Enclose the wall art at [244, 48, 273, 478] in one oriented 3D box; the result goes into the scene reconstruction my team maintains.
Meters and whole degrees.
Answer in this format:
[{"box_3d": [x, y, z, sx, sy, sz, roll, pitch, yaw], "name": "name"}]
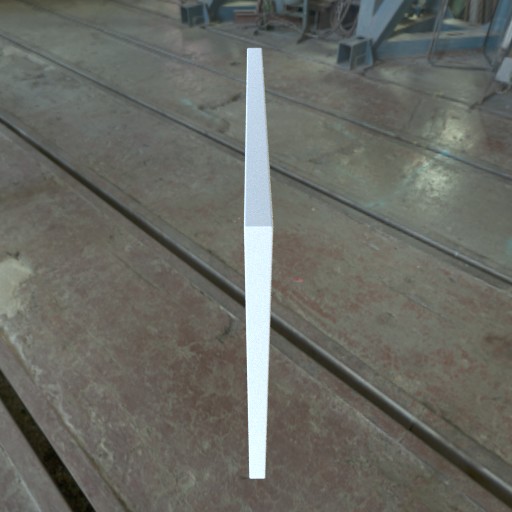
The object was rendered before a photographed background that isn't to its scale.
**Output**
[{"box_3d": [0.000, 0.000, 1.099, 0.037, 0.757, 0.757, 0, 41, 0], "name": "wall art"}]
